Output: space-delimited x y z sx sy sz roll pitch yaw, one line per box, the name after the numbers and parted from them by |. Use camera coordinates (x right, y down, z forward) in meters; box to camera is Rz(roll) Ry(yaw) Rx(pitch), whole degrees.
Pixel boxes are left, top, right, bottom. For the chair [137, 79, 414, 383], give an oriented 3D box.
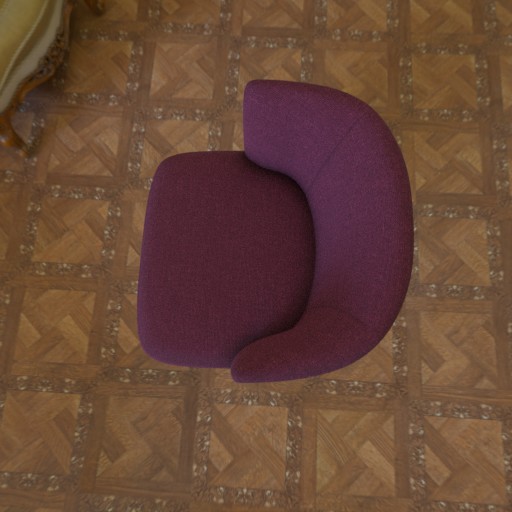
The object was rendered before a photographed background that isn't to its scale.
0.000 0.000 1.287 0.660 0.760 0.700 2 75 1 | chair
